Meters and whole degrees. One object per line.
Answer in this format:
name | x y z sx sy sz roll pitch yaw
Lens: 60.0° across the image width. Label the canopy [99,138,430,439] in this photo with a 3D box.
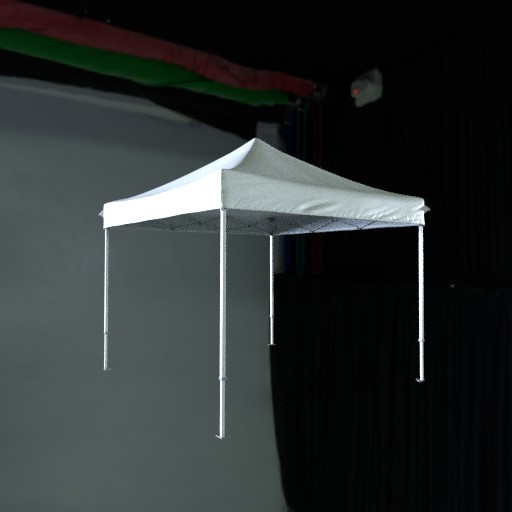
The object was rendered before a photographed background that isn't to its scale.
canopy | 0.000 0.000 5.619 2.996 2.998 2.994 0 -1 -37
